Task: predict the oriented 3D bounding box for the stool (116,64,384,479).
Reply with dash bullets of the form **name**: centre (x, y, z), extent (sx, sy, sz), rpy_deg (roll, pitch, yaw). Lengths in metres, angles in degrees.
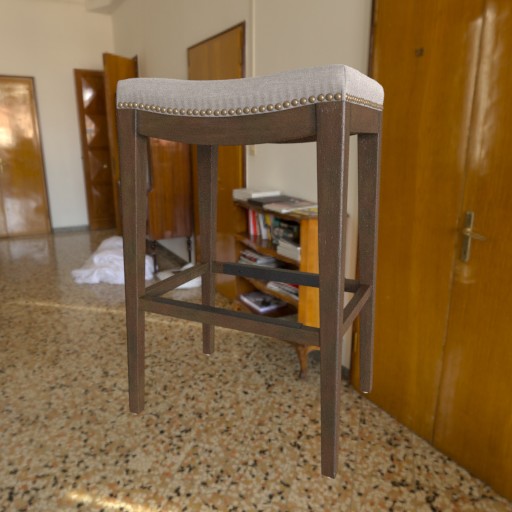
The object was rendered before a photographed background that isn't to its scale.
- **stool**: centre (0.000, 0.000, 1.021), extent (0.508, 0.762, 0.356), rpy_deg (7, 17, 25)
